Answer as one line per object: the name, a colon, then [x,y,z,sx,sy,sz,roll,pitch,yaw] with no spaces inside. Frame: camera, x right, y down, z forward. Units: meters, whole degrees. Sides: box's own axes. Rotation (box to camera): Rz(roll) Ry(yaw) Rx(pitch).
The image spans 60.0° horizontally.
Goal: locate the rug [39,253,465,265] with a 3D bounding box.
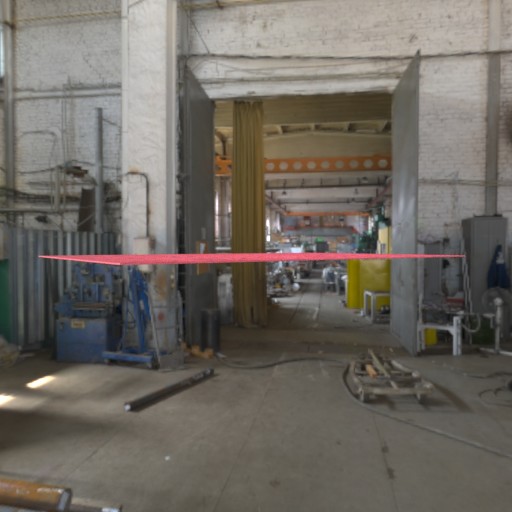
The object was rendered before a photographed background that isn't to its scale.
rug: [0.000,0.000,2.261,1.814,0.008,1.209,-1,2,-36]
